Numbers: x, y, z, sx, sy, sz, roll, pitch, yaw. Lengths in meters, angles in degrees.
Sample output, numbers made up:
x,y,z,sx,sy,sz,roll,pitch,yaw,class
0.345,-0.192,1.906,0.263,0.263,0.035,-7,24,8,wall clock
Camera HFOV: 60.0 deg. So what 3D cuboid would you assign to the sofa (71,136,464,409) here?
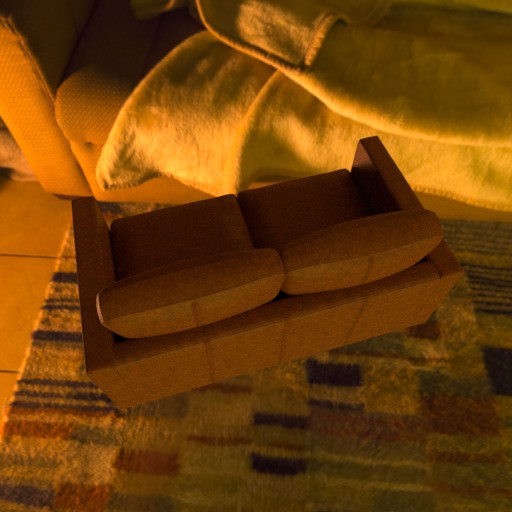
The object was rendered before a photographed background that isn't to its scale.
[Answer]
x,y,z,sx,sy,sz,roll,pitch,yaw,class
0.000,0.000,2.162,1.578,0.951,0.909,-14,58,-9,sofa
